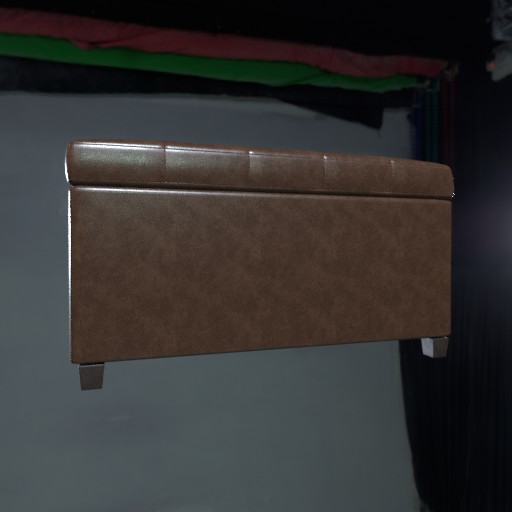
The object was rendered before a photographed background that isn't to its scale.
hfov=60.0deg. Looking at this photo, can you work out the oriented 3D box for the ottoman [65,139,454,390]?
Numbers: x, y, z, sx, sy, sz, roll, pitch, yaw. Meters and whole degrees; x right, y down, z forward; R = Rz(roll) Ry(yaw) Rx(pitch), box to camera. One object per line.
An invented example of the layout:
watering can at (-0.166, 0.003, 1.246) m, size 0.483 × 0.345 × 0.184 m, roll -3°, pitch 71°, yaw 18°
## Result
ottoman at (0.000, 0.000, 1.103) m, size 0.838 × 0.470 × 0.432 m, roll 0°, pitch 1°, yaw -18°
